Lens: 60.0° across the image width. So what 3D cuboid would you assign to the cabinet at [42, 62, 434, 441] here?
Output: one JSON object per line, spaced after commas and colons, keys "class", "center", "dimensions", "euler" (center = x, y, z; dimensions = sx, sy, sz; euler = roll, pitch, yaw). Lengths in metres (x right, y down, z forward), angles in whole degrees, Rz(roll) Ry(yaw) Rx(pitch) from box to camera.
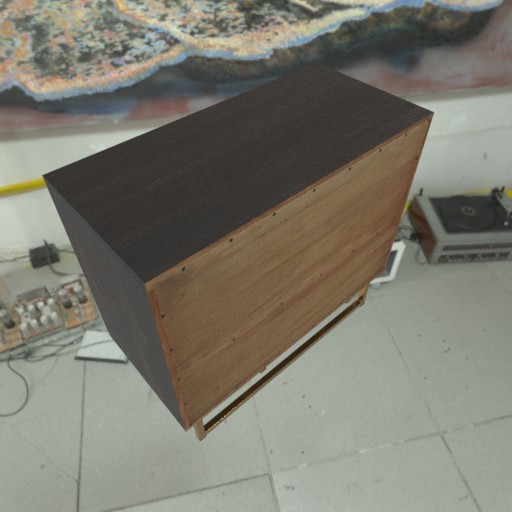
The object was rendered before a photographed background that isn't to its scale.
{"class": "cabinet", "center": [0.000, 0.000, 1.457], "dimensions": [0.950, 0.860, 0.451], "euler": [-33, 54, -28]}
